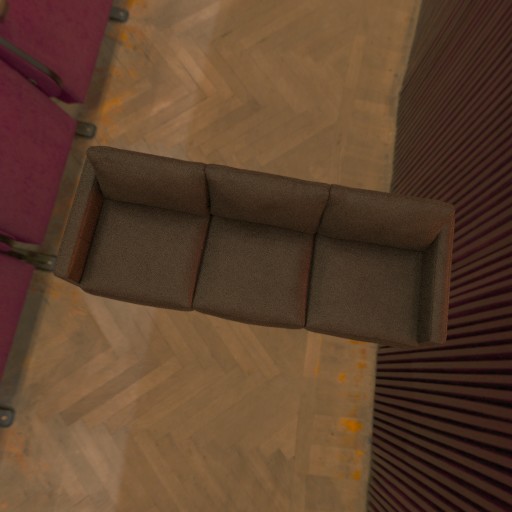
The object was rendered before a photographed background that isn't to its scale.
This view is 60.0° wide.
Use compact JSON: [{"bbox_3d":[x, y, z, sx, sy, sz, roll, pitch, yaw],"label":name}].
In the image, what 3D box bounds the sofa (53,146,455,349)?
[{"bbox_3d":[0.000,0.000,2.456,2.029,0.805,0.748,10,76,2],"label":"sofa"}]
